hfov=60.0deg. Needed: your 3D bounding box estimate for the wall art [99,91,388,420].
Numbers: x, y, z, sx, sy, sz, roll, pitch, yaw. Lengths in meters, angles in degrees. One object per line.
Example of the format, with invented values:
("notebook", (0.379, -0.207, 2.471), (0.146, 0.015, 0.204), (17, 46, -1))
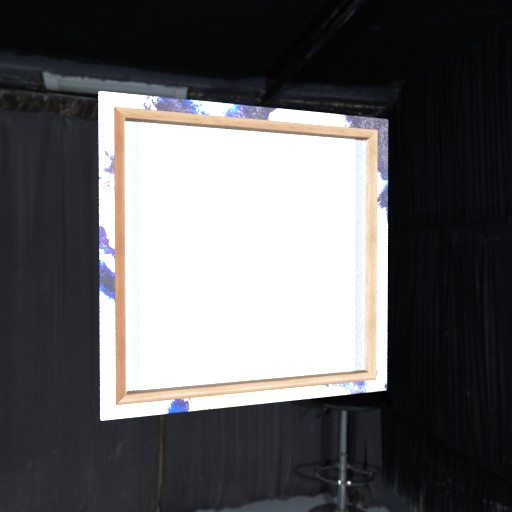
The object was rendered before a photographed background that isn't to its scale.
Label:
("wall art", (0.000, 0.000, 1.334), (0.887, 0.885, 0.038), (0, 1, -17))
